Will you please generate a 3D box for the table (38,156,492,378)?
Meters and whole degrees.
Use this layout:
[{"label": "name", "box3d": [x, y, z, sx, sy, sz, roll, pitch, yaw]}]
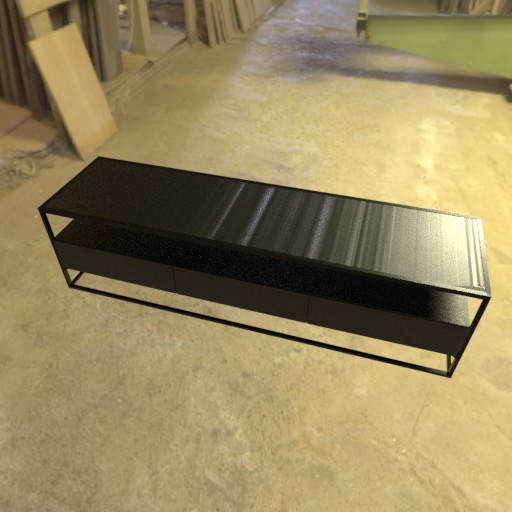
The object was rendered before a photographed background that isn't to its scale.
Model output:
[{"label": "table", "box3d": [0.000, 0.000, 1.664, 1.486, 0.395, 0.399, 11, 42, 13]}]
